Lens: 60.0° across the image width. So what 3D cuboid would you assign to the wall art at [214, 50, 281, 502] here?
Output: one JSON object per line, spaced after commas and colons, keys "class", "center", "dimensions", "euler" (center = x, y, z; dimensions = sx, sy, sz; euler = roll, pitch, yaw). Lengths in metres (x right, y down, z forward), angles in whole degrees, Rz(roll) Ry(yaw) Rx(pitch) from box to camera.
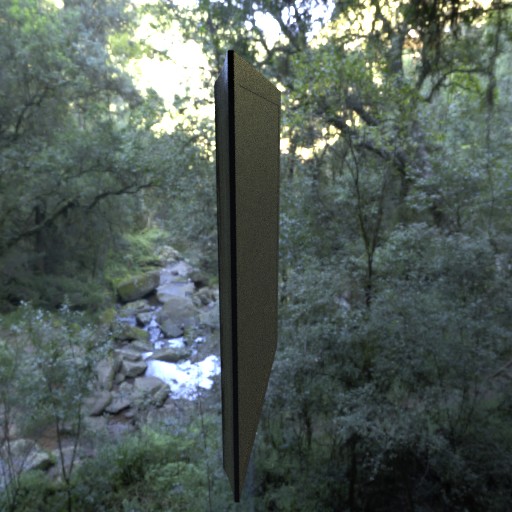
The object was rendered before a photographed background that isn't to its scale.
{"class": "wall art", "center": [0.000, 0.000, 0.608], "dimensions": [0.023, 0.457, 0.381], "euler": [2, 16, 9]}
